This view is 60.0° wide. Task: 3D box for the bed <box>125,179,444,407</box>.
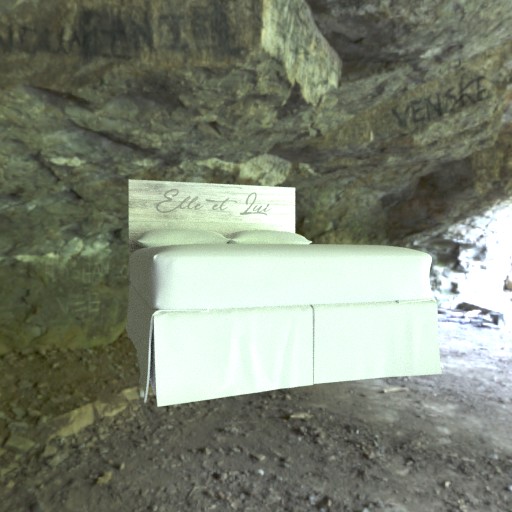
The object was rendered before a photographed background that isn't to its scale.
[{"bbox_3d":[0.000,0.000,3.222,1.745,1.335,2.094,0,1,-19],"label":"bed"}]
